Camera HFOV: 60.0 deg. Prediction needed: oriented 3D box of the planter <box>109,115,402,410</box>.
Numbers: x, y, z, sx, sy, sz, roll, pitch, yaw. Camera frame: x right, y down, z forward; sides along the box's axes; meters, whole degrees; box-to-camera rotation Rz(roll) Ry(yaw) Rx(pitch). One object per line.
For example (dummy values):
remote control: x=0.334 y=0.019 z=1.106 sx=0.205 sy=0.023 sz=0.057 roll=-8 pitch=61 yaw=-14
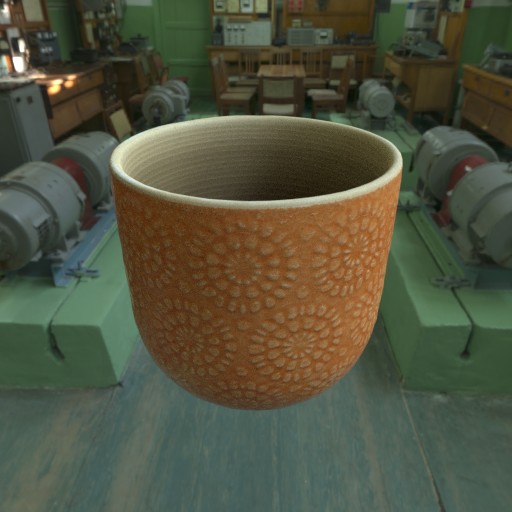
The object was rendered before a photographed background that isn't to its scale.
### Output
planter: x=0.000 y=0.000 z=0.290 sx=0.170 sy=0.152 sz=0.170 roll=0 pitch=30 yaw=0
